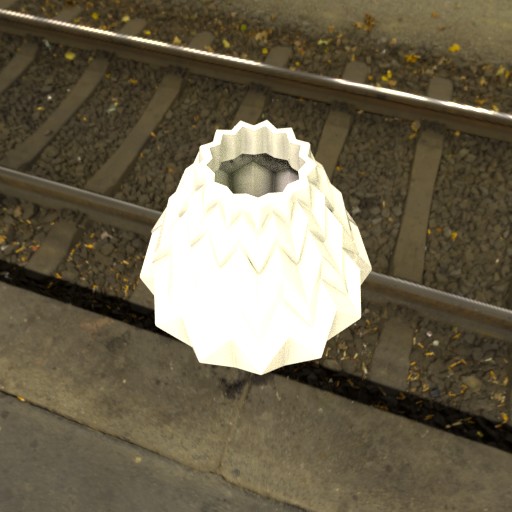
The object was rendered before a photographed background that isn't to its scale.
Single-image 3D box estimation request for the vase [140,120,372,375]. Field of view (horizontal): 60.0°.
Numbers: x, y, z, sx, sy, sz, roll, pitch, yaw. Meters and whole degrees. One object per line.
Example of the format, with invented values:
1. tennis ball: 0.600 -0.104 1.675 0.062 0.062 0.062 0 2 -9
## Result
1. vase: 0.000 0.000 0.310 0.164 0.185 0.164 0 57 0
